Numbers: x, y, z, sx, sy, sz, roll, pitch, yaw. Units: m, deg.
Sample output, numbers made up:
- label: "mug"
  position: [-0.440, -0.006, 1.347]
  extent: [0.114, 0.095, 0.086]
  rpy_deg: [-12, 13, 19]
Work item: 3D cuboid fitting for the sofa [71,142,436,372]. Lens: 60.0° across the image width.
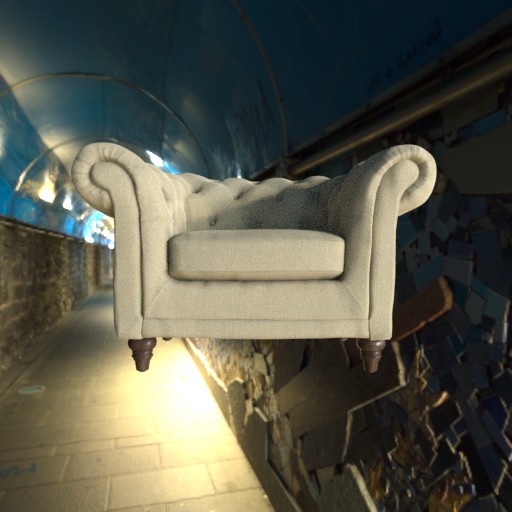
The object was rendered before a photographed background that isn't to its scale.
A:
- label: "sofa"
  position: [0.000, 0.000, 2.105]
  extent: [1.405, 0.878, 1.034]
  rpy_deg: [0, 1, 0]
